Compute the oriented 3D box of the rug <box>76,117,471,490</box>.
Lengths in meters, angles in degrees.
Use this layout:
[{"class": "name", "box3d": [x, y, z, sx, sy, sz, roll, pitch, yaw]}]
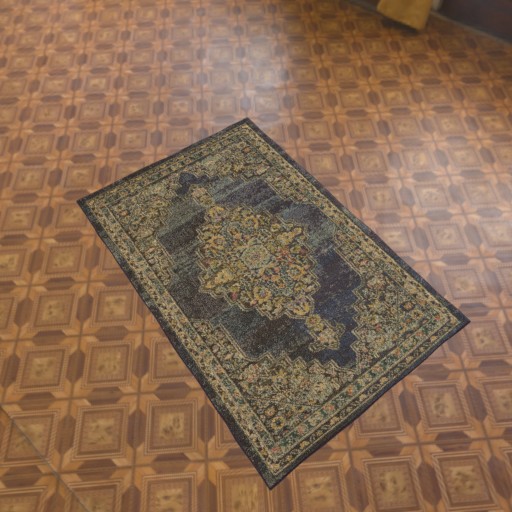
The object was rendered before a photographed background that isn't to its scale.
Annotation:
[{"class": "rug", "box3d": [0.000, 0.000, 2.262, 1.184, 0.012, 1.781, -32, 62, -19]}]
